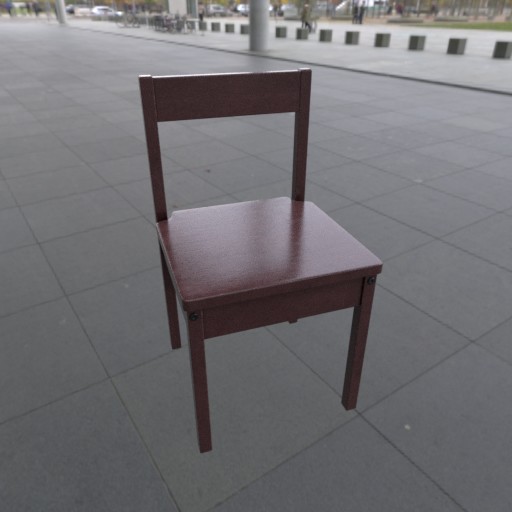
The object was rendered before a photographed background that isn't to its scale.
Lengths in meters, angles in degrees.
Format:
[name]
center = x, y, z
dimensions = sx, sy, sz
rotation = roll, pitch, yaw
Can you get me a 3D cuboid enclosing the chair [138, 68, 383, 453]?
[chair]
center = 0.000, 0.000, 0.915
dimensions = 0.367, 0.668, 0.361
rotation = -10, 31, -16
